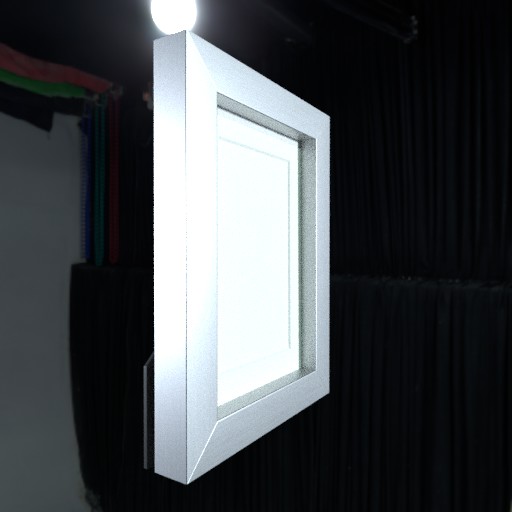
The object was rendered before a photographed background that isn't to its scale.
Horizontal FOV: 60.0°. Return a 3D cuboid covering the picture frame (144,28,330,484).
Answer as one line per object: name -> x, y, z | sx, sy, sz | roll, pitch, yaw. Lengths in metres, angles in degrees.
picture frame -> 0.000, 0.000, 0.275 | 0.028, 0.208, 0.157 | 0, 1, 33
